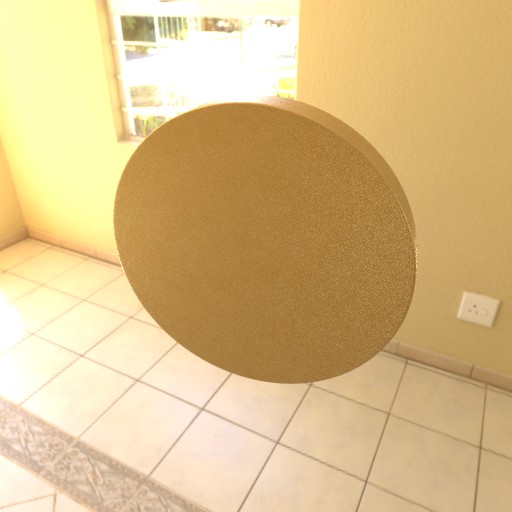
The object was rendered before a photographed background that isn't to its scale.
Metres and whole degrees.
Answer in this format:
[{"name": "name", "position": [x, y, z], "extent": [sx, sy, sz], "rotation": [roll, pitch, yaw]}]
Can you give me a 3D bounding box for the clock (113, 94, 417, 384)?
[{"name": "clock", "position": [0.000, 0.000, 0.459], "extent": [0.314, 0.314, 0.040], "rotation": [9, 31, 16]}]
